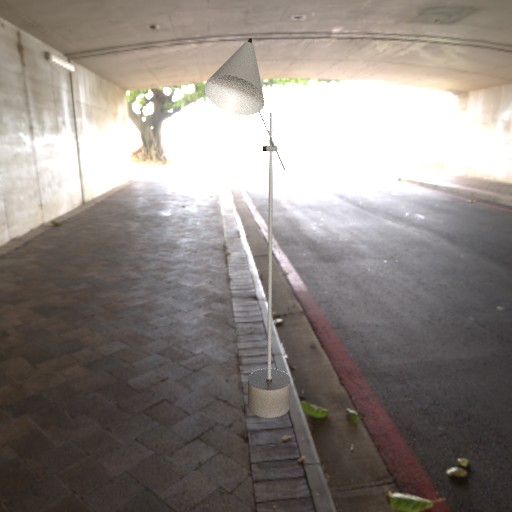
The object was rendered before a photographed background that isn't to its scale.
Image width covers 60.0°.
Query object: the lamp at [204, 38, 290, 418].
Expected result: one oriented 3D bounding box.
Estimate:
[{"bbox_3d":[0.000,0.000,1.616,0.223,1.430,0.508,7,16,26],"label":"lamp"}]
